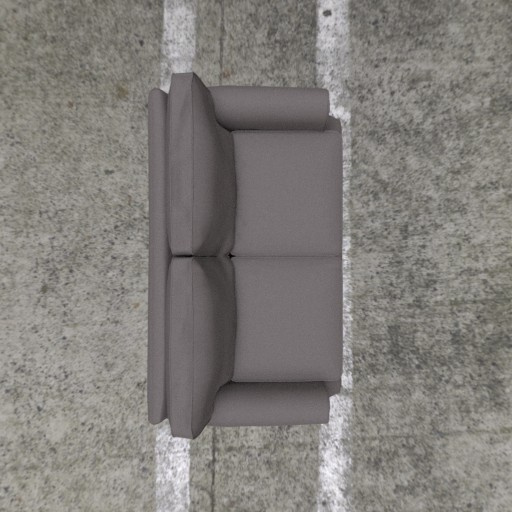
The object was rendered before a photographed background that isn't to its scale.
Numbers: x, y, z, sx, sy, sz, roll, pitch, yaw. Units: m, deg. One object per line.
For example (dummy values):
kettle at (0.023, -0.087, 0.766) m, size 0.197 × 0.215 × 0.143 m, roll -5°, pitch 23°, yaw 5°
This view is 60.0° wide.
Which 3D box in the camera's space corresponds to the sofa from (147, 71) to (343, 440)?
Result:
sofa at (0.000, 0.000, 2.277) m, size 0.964 × 0.937 × 1.665 m, roll 0°, pitch 90°, yaw 0°
